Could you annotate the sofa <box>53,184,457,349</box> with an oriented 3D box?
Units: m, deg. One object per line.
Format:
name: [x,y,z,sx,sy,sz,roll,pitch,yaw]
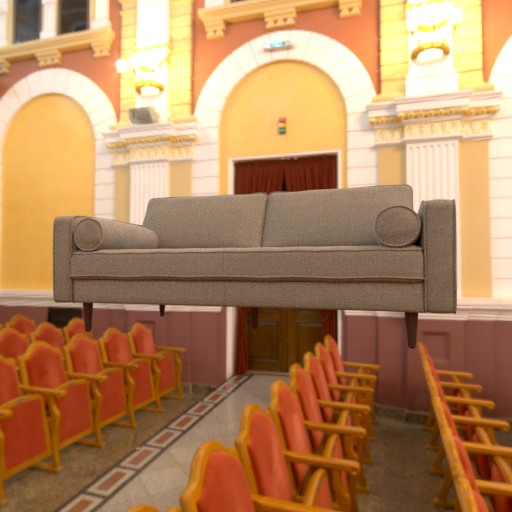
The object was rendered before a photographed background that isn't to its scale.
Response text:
sofa: [0.000,0.000,2.341,1.879,0.762,0.914,-1,-2,18]
